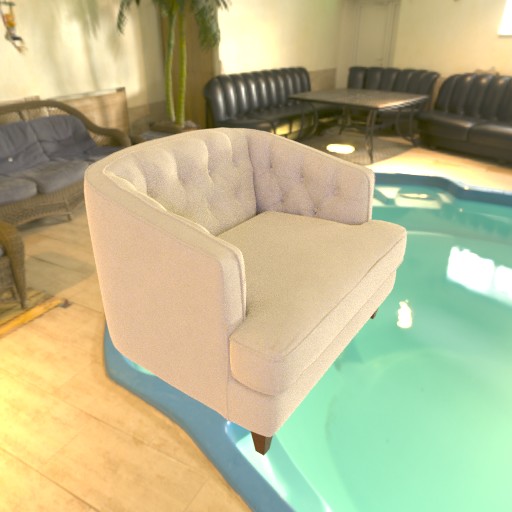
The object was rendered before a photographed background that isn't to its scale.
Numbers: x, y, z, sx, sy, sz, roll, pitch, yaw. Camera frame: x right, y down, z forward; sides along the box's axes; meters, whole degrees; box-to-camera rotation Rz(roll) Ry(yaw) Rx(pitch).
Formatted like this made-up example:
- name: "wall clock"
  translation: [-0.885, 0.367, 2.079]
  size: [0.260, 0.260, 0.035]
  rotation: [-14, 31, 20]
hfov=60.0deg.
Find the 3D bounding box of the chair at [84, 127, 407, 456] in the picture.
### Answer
- name: "chair"
  translation: [0.000, 0.000, 1.802]
  size: [0.941, 0.852, 1.104]
  rotation: [18, 32, 31]
